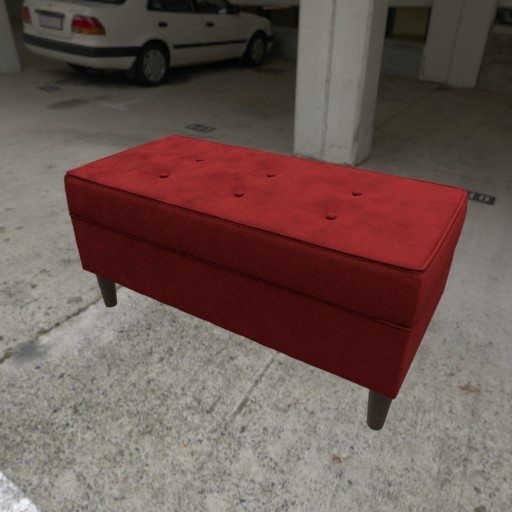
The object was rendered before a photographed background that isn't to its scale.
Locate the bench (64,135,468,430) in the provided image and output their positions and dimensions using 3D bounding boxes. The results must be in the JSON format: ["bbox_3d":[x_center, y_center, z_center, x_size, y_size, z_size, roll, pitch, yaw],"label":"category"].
[{"bbox_3d":[0.000,0.000,1.299,1.016,0.471,0.492,18,35,27],"label":"bench"}]
